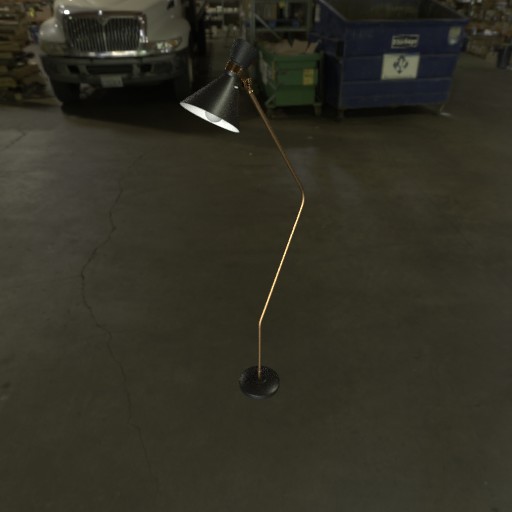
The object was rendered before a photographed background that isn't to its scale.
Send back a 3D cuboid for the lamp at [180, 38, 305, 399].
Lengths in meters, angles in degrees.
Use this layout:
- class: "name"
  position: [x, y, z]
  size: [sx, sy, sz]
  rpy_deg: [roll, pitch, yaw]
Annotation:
- class: "lamp"
  position: [0.000, 0.000, 1.626]
  size: [0.467, 1.438, 0.277]
  rpy_deg: [-8, 32, -14]
